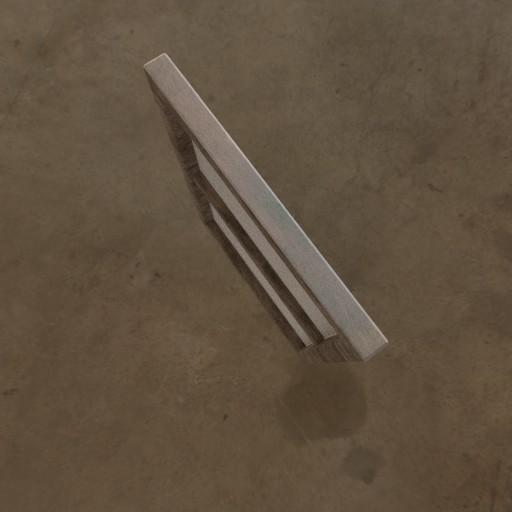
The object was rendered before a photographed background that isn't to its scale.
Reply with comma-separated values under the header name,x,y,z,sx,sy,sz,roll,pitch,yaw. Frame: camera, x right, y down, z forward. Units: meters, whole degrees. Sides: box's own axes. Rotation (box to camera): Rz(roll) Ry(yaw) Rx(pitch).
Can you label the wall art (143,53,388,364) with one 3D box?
name,x,y,z,sx,sy,sz,roll,pitch,yaw
wall art,0.000,0.000,0.805,0.035,0.605,0.443,-35,79,-8
